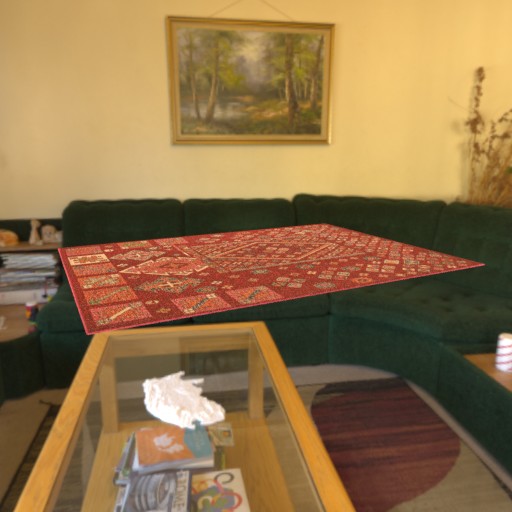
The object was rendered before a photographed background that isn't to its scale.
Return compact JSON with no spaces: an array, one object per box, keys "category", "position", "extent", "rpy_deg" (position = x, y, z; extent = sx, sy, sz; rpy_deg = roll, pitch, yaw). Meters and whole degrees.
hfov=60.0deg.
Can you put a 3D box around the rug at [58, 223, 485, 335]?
[{"category":"rug","position":[0.000,0.000,4.203],"extent":[3.306,0.011,2.389],"rpy_deg":[-7,15,-26]}]
